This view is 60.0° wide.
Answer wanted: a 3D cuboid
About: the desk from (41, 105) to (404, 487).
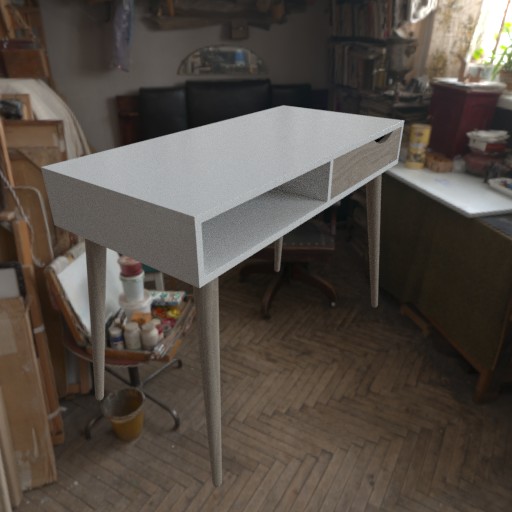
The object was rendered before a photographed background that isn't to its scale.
[{"bbox_3d":[0.000,0.000,1.384,0.491,0.723,0.979,19,34,32],"label":"desk"}]
